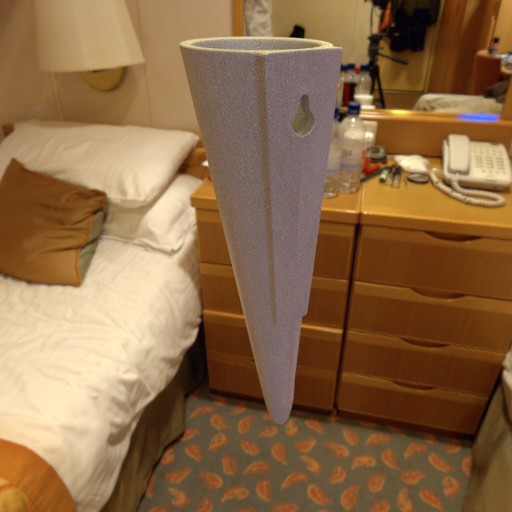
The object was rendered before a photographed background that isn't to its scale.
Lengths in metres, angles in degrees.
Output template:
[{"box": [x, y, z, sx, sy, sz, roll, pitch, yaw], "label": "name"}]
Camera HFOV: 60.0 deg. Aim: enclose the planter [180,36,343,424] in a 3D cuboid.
[{"box": [0.000, 0.000, 0.220, 0.057, 0.191, 0.064, -18, 35, -28], "label": "planter"}]
